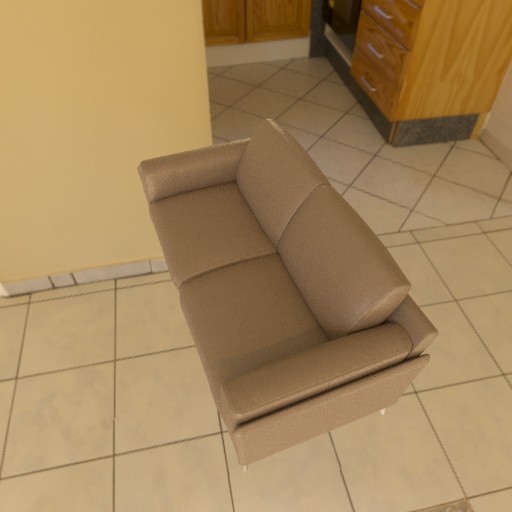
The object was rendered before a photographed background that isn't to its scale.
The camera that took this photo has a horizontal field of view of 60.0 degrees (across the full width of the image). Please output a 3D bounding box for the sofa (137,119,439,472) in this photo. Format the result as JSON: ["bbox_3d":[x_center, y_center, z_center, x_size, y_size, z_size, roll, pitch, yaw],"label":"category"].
[{"bbox_3d":[0.000,0.000,2.746,1.049,0.930,2.101,-16,49,-15],"label":"sofa"}]
